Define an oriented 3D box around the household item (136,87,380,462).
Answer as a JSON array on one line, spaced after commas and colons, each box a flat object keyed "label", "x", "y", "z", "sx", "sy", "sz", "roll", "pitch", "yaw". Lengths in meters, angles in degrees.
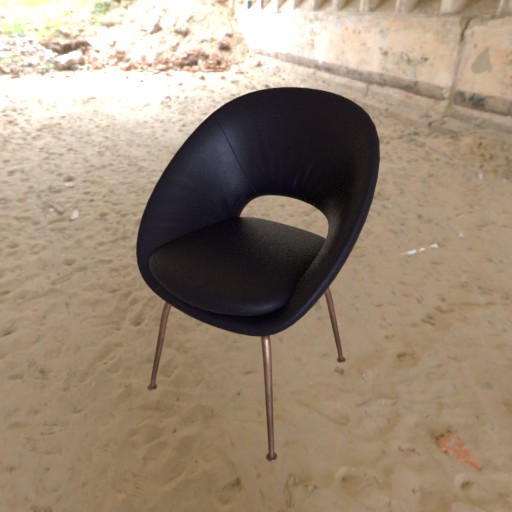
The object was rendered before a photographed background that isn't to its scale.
[{"label": "household item", "x": 0.000, "y": 0.000, "z": 1.285, "sx": 0.623, "sy": 0.852, "sz": 0.573, "roll": 18, "pitch": 35, "yaw": 29}]
